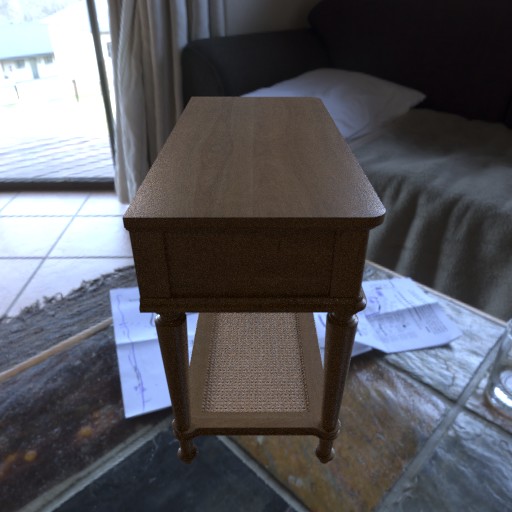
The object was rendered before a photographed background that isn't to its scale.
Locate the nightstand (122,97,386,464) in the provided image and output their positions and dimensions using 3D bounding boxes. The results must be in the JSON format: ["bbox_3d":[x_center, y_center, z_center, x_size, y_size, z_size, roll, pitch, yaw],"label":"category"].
[{"bbox_3d":[0.000,0.000,1.285,0.432,0.700,0.914,0,31,0],"label":"nightstand"}]
